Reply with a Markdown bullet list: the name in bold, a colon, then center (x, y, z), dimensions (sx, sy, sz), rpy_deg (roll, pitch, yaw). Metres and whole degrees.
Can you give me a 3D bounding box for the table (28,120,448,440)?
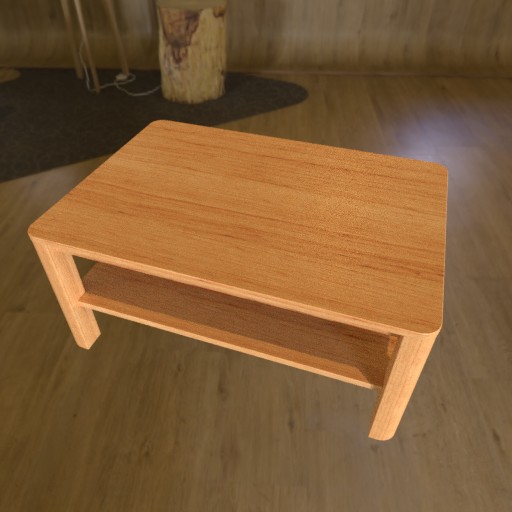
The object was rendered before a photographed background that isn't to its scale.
- **table**: center (0.000, 0.000, 1.369), dimensions (0.997, 0.445, 0.696), rpy_deg (13, 43, 14)
